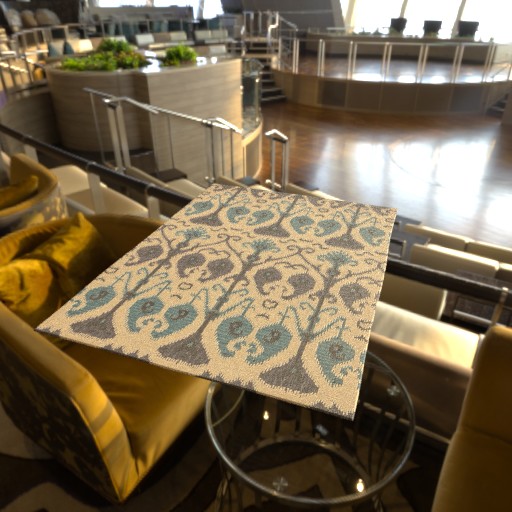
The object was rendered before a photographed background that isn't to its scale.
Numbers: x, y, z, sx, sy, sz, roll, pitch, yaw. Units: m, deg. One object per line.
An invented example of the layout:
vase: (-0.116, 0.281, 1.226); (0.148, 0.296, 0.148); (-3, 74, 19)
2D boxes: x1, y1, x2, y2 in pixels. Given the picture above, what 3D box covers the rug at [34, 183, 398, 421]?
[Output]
rug: (0.000, 0.000, 2.989); (1.676, 0.013, 2.261); (10, 32, 17)
